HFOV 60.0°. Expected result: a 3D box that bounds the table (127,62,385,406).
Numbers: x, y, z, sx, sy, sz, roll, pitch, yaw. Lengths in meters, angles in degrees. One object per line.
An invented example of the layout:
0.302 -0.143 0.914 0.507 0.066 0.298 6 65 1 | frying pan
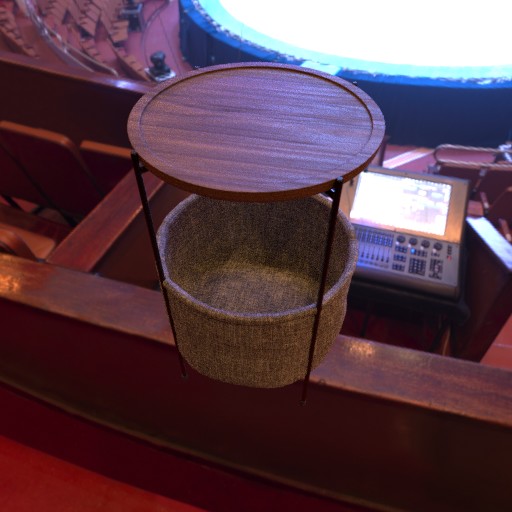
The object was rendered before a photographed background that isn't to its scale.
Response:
0.000 0.000 0.899 0.400 0.623 0.400 9 47 9 | table
